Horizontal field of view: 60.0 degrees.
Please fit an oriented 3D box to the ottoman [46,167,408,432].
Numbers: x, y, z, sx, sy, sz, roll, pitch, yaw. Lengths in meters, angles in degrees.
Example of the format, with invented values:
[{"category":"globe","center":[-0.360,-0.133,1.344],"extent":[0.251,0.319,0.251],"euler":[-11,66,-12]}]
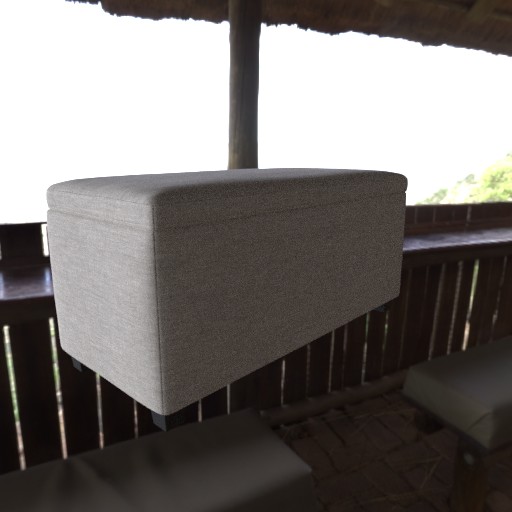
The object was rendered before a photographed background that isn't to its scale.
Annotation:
[{"category":"ottoman","center":[0.000,0.000,1.146],"extent":[0.419,0.432,0.902],"euler":[12,18,42]}]
